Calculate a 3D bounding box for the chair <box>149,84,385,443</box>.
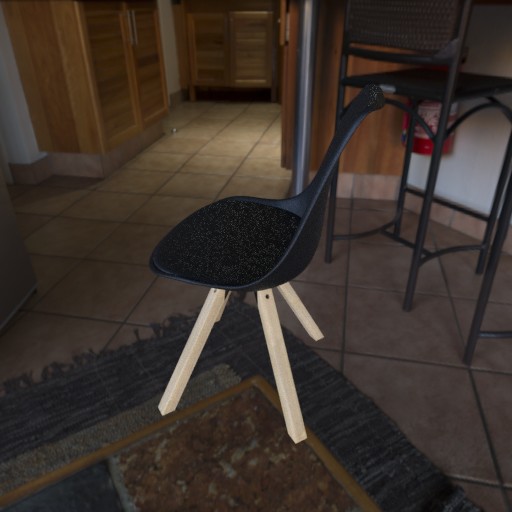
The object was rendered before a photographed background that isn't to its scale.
[{"bbox_3d":[0.000,0.000,1.180,0.549,0.850,0.485,7,32,12],"label":"chair"}]
